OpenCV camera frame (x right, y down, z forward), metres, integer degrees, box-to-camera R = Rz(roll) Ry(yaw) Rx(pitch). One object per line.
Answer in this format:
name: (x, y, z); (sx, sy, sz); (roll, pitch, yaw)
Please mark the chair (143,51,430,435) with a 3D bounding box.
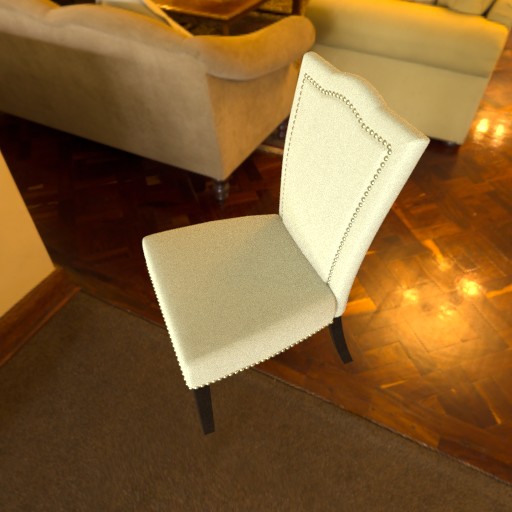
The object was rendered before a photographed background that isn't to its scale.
chair: (0.000, 0.000, 1.276); (0.589, 0.946, 0.518); (-16, 47, -16)
